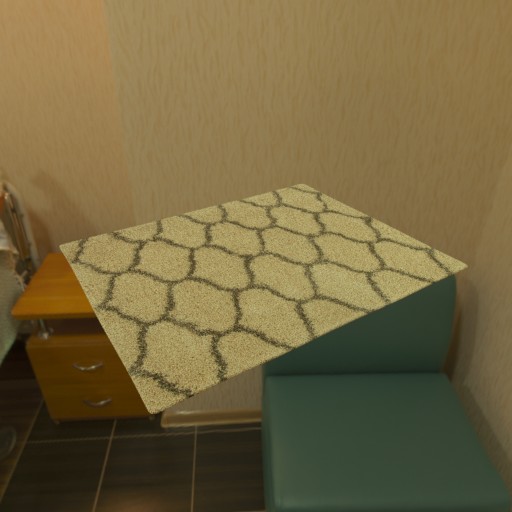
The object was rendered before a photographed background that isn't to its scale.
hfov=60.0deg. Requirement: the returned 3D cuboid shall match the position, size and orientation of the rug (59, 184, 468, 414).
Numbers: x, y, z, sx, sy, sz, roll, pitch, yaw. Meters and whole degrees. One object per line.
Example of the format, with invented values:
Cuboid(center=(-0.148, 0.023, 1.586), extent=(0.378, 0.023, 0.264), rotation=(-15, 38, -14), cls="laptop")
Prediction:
Cuboid(center=(0.000, 0.000, 4.127), extent=(3.000, 0.026, 2.399), rotation=(-18, 35, -28), cls="rug")
